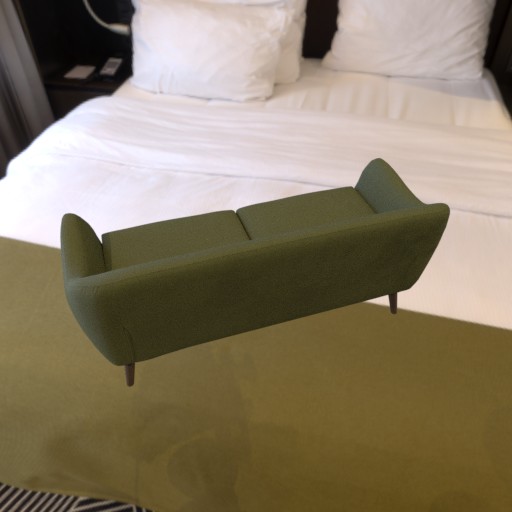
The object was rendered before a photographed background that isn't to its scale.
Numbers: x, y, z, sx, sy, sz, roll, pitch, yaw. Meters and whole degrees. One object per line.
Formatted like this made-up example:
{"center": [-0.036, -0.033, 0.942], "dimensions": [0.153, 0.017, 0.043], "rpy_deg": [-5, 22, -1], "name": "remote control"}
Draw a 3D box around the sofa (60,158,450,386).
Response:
{"center": [0.000, 0.000, 2.300], "dimensions": [1.840, 0.836, 0.820], "rpy_deg": [-12, 43, -14], "name": "sofa"}
